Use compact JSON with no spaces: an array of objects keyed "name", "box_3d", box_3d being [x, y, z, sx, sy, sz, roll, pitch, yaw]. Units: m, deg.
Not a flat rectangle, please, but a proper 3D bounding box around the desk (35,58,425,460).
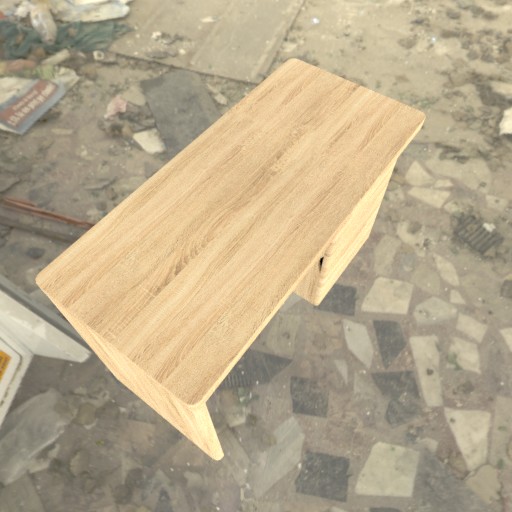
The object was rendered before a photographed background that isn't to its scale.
[{"name":"desk","box_3d":[0.000,0.000,1.629,0.550,0.760,1.200,32,62,19]}]
